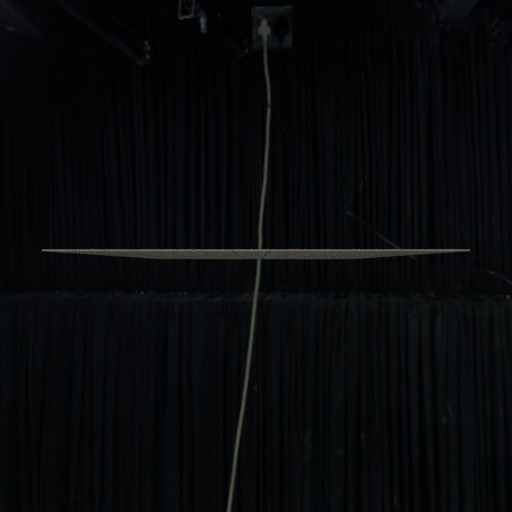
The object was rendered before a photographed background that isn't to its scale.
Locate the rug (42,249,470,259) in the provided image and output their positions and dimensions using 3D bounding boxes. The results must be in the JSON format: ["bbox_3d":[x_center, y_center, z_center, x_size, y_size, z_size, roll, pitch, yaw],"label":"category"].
[{"bbox_3d":[0.000,0.000,4.045,2.444,0.012,3.048,0,-1,0],"label":"rug"}]
